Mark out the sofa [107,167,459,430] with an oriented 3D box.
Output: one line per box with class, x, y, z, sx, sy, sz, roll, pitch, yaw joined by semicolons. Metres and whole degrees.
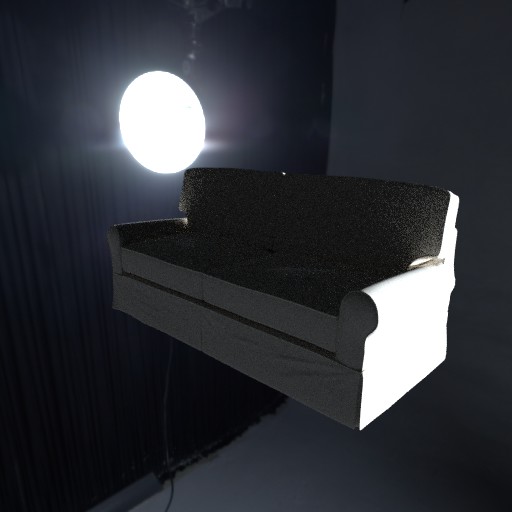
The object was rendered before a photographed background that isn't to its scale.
sofa;0.000;0.000;2.563;2.021;0.937;0.862;14;20;42
